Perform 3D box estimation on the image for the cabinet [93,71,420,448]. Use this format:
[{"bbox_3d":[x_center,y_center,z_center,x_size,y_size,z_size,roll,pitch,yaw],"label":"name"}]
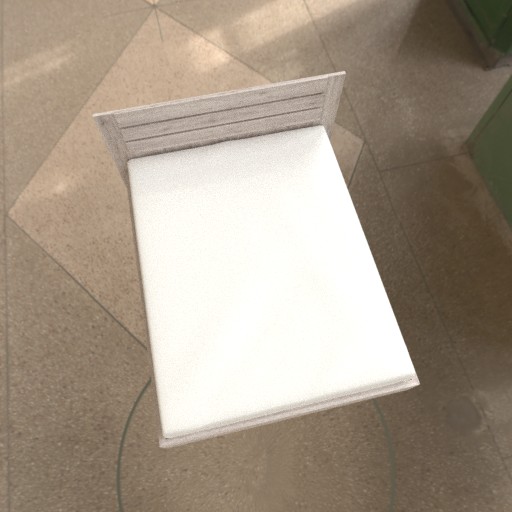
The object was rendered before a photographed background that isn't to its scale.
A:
[{"bbox_3d":[0.000,0.000,3.025,1.750,0.970,2.080,-12,66,-5],"label":"cabinet"}]
